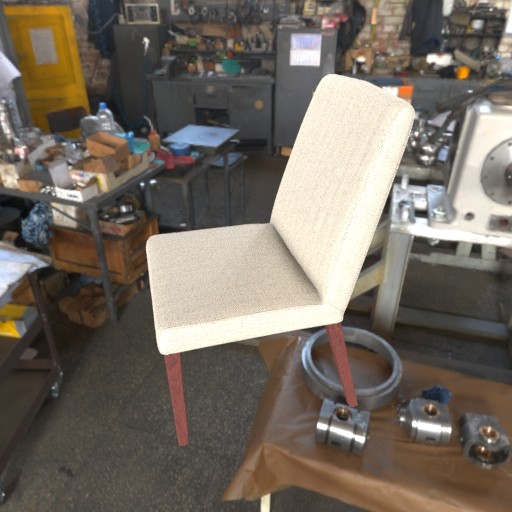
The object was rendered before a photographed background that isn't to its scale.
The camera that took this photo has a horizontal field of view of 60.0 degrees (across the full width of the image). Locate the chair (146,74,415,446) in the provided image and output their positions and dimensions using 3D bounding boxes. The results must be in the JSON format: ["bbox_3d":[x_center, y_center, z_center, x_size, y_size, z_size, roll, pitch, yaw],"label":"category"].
[{"bbox_3d":[0.000,0.000,1.244,0.594,0.900,0.480,-8,32,-13],"label":"chair"}]
